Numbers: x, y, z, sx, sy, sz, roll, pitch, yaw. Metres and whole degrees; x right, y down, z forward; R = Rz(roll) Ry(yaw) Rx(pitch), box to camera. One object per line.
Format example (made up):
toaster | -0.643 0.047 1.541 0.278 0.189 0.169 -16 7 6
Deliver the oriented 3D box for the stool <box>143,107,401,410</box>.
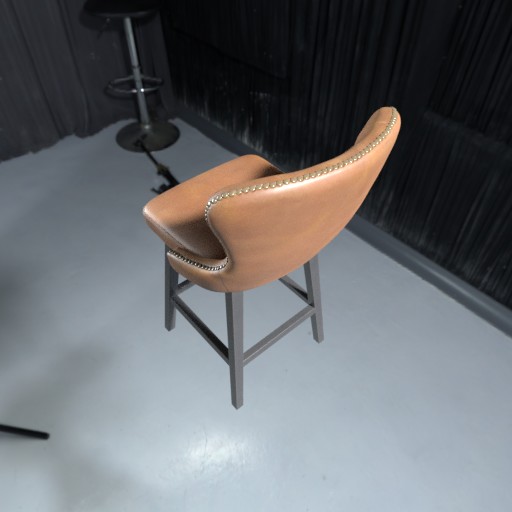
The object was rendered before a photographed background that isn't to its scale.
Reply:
stool | 0.000 0.000 1.316 0.528 0.971 0.593 -32 54 -27
